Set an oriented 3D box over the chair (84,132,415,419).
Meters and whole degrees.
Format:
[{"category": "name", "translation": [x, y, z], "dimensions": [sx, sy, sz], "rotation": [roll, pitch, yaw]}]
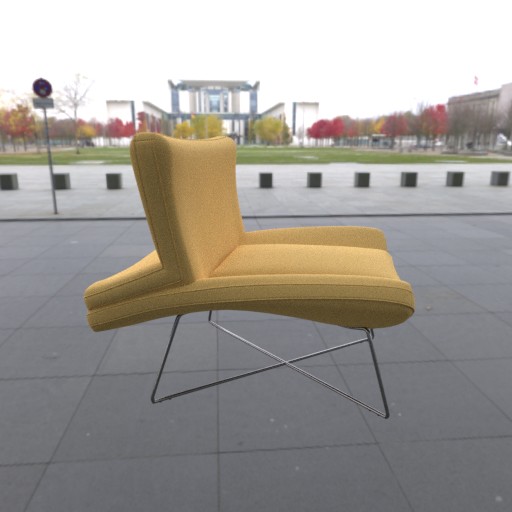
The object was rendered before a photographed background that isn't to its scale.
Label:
[{"category": "chair", "translation": [0.000, 0.000, 1.616], "dimensions": [1.008, 0.855, 0.859], "rotation": [3, 15, 10]}]
